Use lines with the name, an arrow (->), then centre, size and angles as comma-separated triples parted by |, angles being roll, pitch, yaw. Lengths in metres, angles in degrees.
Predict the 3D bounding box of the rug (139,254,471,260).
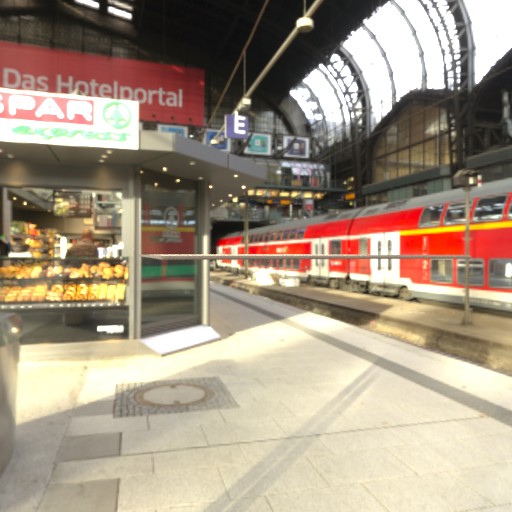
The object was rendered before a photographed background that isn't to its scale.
rug -> 0.000, 0.000, 2.186 | 1.067, 0.013, 1.676 | 0, 0, -17
